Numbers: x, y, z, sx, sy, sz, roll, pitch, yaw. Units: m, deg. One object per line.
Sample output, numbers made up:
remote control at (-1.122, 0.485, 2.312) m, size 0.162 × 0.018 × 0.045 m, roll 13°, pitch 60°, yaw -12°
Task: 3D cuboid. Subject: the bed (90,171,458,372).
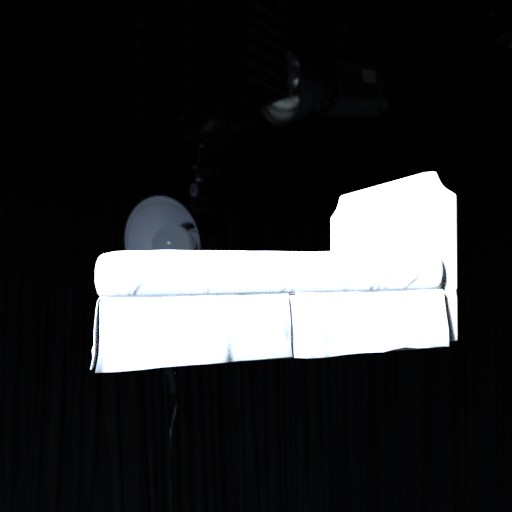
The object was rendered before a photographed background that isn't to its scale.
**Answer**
bed at (0.000, 0.000, 3.678) m, size 2.498 × 1.293 × 1.977 m, roll 0°, pitch 0°, yaw -17°
